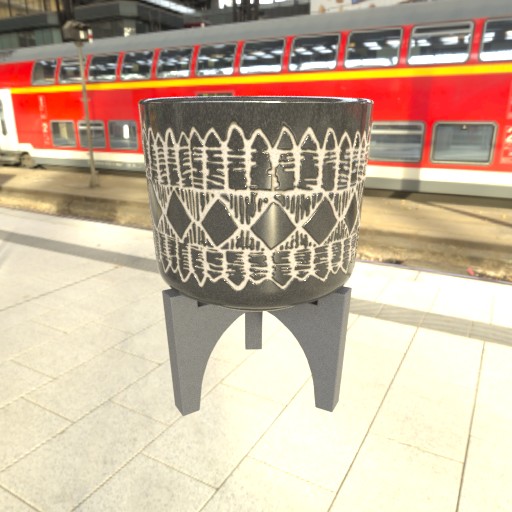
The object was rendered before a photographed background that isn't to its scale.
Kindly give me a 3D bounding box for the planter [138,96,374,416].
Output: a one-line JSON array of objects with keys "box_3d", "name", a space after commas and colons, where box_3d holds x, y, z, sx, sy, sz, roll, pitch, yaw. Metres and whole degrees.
[{"box_3d": [0.000, 0.000, 0.536, 0.251, 0.355, 0.251, 9, 20, 26], "name": "planter"}]
